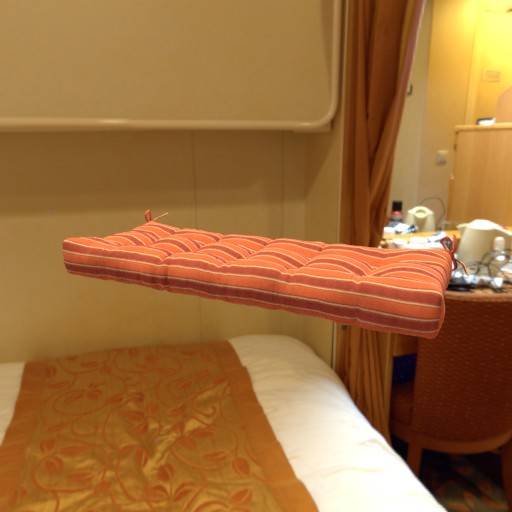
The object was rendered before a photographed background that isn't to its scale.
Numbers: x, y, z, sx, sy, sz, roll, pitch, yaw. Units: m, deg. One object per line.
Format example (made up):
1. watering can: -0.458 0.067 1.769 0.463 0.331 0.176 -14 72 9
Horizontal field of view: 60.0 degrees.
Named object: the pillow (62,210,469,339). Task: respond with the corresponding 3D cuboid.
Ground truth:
1. pillow: 0.000 0.000 1.372 1.194 0.174 0.511 7 16 25
